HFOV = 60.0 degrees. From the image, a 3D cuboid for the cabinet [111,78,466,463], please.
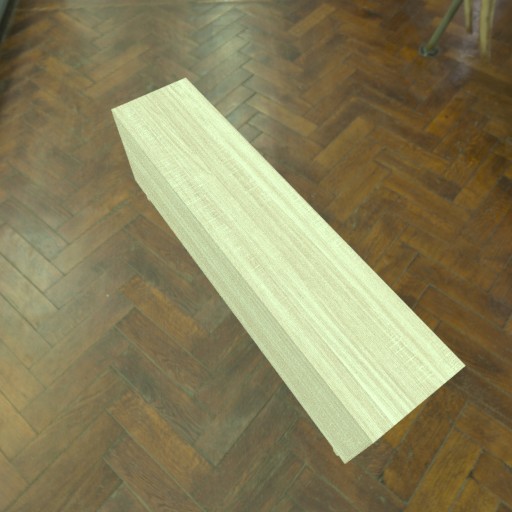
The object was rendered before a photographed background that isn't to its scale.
[{"bbox_3d":[0.000,0.000,2.500,0.500,0.780,2.200,-31,63,-18],"label":"cabinet"}]
